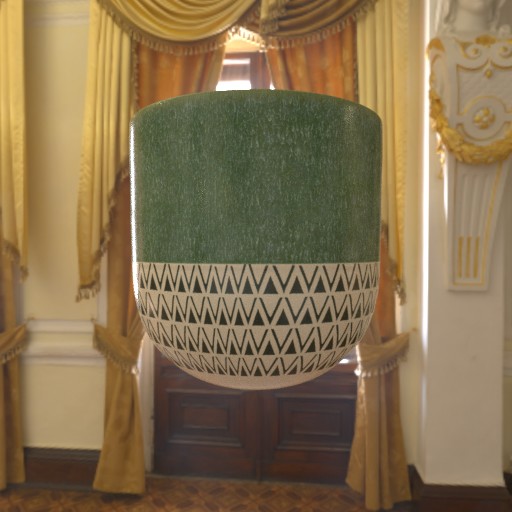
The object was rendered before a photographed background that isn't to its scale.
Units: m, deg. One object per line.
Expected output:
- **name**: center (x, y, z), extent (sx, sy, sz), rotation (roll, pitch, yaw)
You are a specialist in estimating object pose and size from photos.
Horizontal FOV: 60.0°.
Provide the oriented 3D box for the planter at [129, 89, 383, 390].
- **planter**: center (0.000, 0.000, 0.485), extent (0.266, 0.270, 0.266), rotation (0, 1, 0)
